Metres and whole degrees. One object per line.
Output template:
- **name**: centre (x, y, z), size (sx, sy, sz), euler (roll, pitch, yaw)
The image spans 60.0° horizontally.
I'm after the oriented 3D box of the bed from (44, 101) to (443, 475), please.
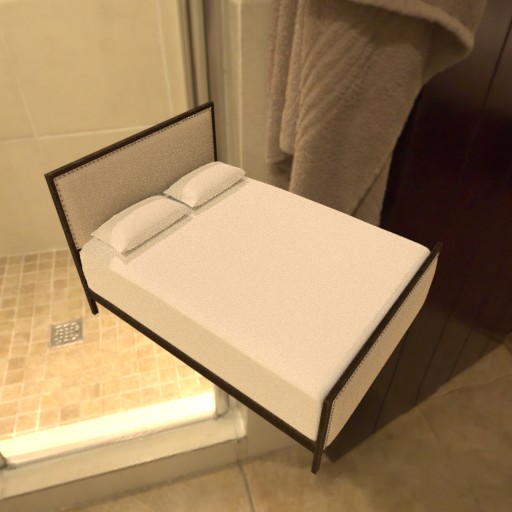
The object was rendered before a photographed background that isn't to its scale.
- **bed**: centre (0.000, 0.000, 3.253), size (2.221, 1.313, 1.607), euler (26, 46, 28)
